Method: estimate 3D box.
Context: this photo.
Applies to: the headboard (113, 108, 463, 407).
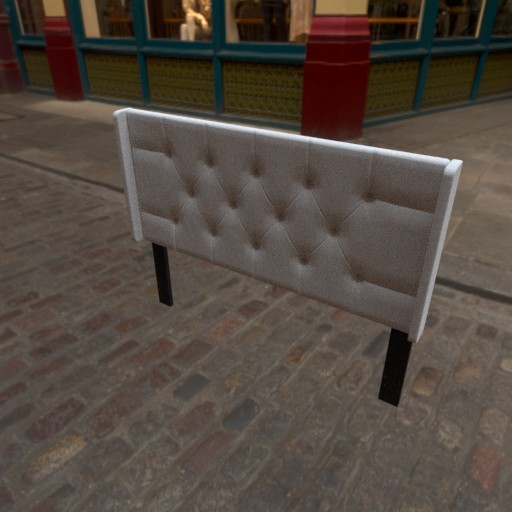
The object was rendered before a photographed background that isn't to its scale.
[{"bbox_3d":[0.000,0.000,2.717,2.051,1.524,0.184,18,34,29],"label":"headboard"}]
